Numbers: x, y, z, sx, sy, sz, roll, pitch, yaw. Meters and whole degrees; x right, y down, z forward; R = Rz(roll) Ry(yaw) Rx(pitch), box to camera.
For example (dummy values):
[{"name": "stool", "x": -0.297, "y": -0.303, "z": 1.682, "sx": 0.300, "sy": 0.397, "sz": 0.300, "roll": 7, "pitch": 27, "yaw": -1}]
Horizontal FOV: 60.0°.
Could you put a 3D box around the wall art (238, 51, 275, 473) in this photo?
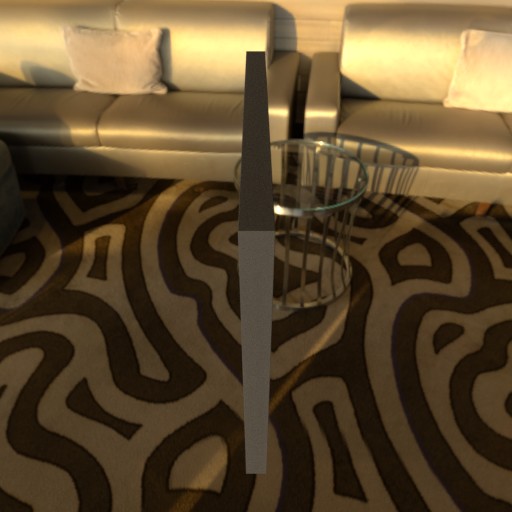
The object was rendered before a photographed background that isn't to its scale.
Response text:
[{"name": "wall art", "x": 0.000, "y": 0.000, "z": 0.752, "sx": 0.033, "sy": 0.507, "sz": 0.508, "roll": 0, "pitch": 41, "yaw": 0}]
